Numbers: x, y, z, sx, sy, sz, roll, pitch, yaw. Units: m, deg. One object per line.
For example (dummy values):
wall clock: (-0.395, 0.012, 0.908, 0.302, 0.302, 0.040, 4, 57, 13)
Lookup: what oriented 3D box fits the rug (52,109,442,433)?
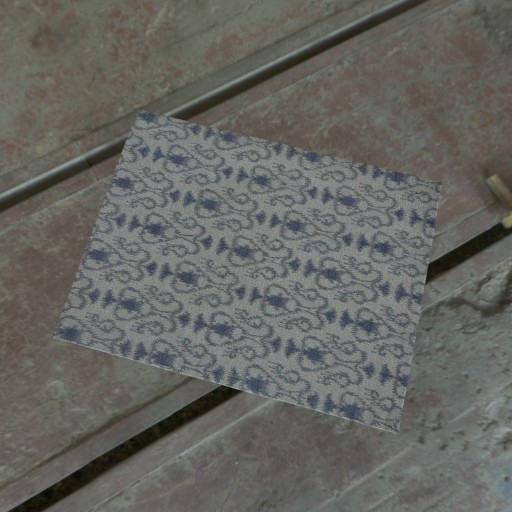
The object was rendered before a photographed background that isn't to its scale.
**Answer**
rug: (0.000, 0.000, 4.227, 3.205, 0.015, 2.437, 14, 76, 4)
